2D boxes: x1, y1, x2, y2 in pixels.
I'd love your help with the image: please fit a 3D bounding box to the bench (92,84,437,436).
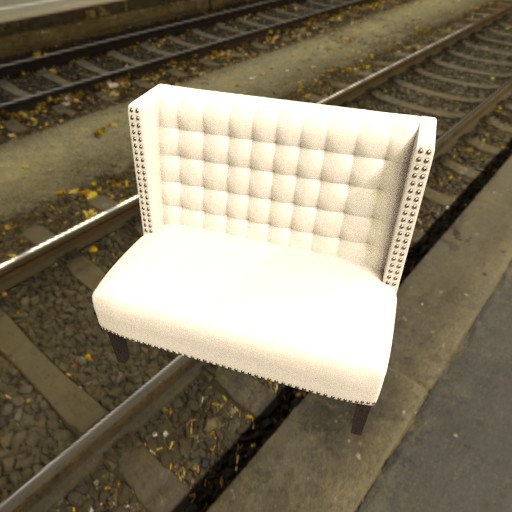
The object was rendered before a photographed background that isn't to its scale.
[{"bbox_3d":[0.000,0.000,1.984,1.280,1.123,0.847,12,41,14],"label":"bench"}]
